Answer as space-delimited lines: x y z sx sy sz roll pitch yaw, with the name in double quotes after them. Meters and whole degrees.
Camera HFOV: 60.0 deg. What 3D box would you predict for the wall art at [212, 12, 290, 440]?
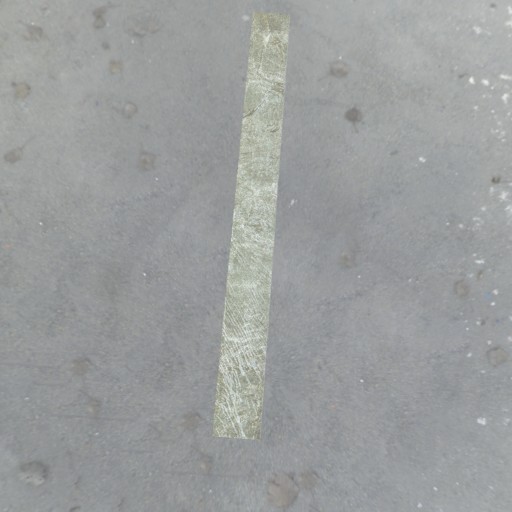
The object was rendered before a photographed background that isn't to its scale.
0.000 0.000 0.597 0.038 0.407 0.405 4 75 1 "wall art"
